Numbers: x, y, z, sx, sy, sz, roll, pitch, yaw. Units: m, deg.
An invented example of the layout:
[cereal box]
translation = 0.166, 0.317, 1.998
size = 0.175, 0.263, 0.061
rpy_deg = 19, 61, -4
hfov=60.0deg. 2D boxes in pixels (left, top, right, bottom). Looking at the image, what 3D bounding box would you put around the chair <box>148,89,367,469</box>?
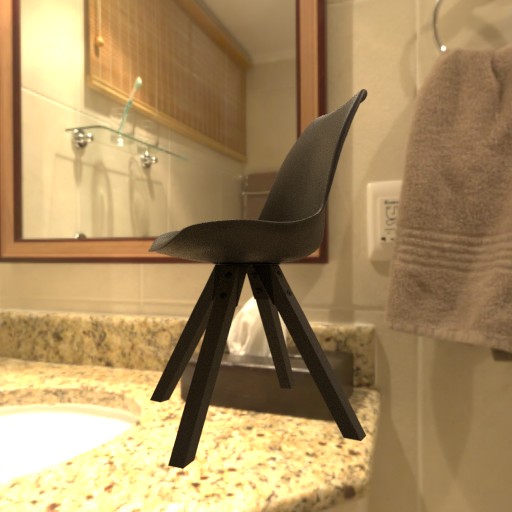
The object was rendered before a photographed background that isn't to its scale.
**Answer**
[chair]
translation = 0.000, 0.000, 1.164
size = 0.550, 0.850, 0.485
rpy_deg = 0, 1, -18
